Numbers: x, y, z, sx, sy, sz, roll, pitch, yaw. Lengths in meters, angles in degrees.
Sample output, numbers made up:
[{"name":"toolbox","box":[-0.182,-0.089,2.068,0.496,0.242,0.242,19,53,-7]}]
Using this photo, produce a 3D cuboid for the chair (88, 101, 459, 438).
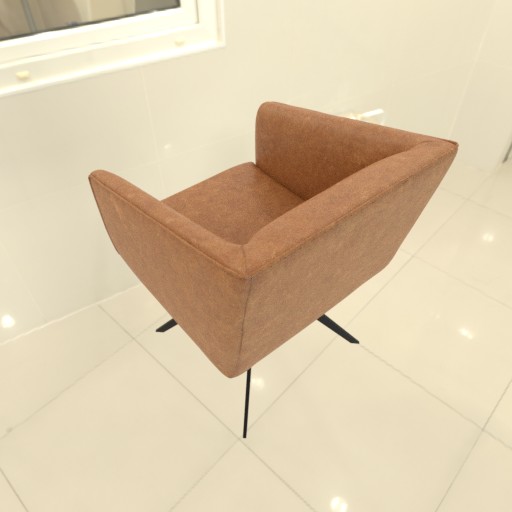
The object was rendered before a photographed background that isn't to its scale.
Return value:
[{"name":"chair","box":[0.000,0.000,1.201,0.588,0.760,0.625,-31,53,-27]}]
